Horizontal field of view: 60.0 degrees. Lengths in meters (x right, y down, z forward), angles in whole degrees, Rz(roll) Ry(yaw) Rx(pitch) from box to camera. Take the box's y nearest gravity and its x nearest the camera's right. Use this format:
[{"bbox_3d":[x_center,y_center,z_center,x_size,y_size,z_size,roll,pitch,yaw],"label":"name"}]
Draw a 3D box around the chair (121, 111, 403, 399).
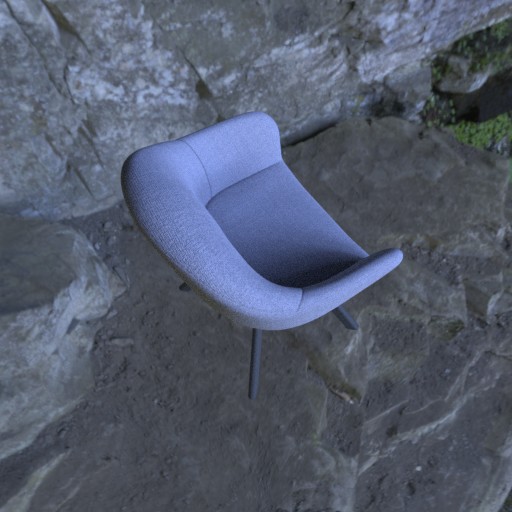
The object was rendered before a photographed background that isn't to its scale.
[{"bbox_3d":[0.000,0.000,1.242,0.550,0.795,0.590,-29,63,-16],"label":"chair"}]
